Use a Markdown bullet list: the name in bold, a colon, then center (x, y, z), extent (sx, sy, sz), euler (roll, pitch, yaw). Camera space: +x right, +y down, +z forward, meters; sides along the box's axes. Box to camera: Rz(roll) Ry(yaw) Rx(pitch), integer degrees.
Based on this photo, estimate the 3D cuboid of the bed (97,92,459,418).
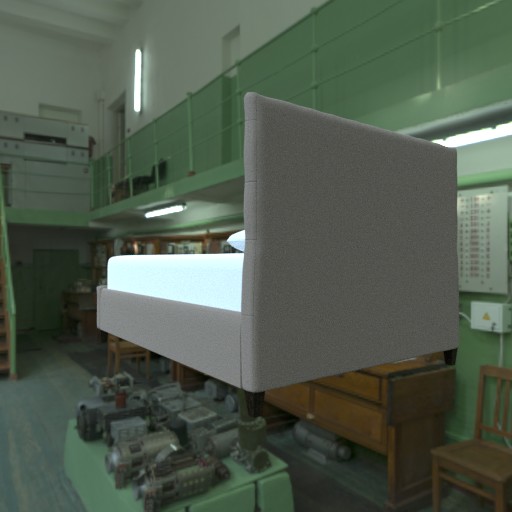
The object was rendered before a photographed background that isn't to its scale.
- **bed**: center (0.000, 0.000, 3.294), extent (1.696, 1.426, 2.233), euler (0, 0, -36)
